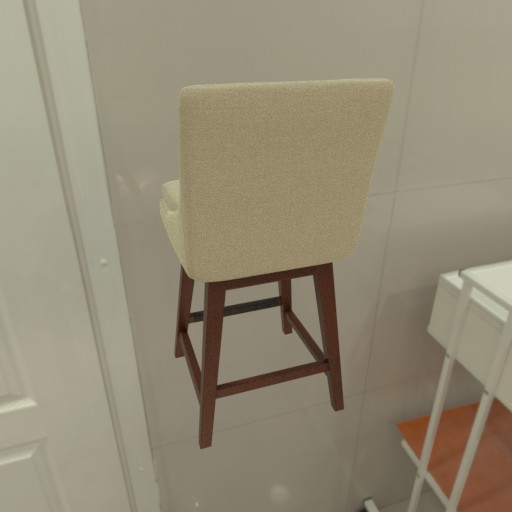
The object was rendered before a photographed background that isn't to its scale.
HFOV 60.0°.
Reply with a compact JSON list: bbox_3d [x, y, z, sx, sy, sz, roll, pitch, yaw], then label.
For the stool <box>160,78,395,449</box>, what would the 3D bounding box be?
[{"bbox_3d":[0.000,0.000,1.278,0.469,0.991,0.559,-9,29,-17],"label":"stool"}]
